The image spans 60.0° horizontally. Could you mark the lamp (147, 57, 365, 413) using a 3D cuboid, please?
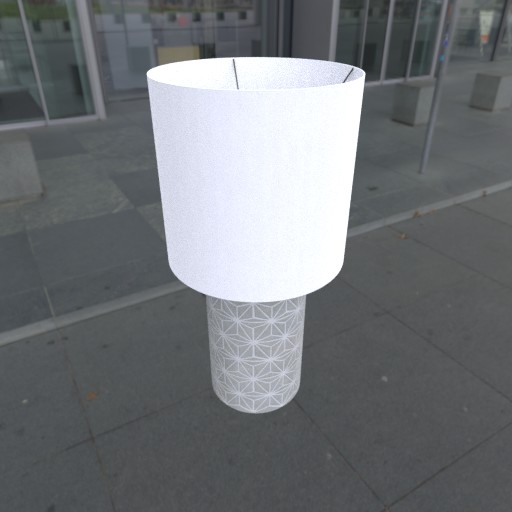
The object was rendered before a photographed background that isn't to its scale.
[{"bbox_3d":[0.000,0.000,0.533,0.206,0.416,0.206,-8,31,-13],"label":"lamp"}]
